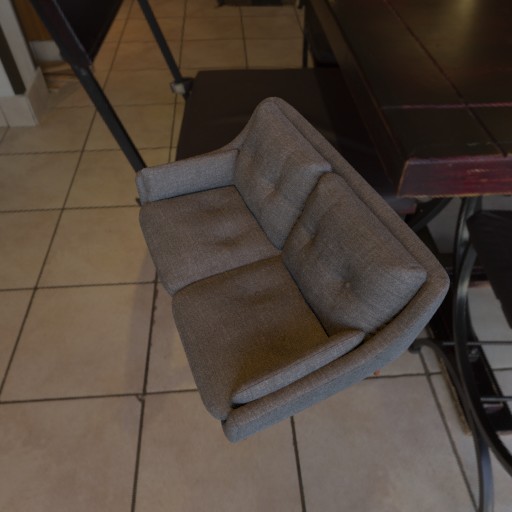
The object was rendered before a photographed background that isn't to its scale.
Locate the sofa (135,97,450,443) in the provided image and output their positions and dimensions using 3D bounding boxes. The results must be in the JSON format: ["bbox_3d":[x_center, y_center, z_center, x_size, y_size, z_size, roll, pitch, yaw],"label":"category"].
[{"bbox_3d":[0.000,0.000,2.257,0.976,0.887,1.646,-17,49,-15],"label":"sofa"}]
